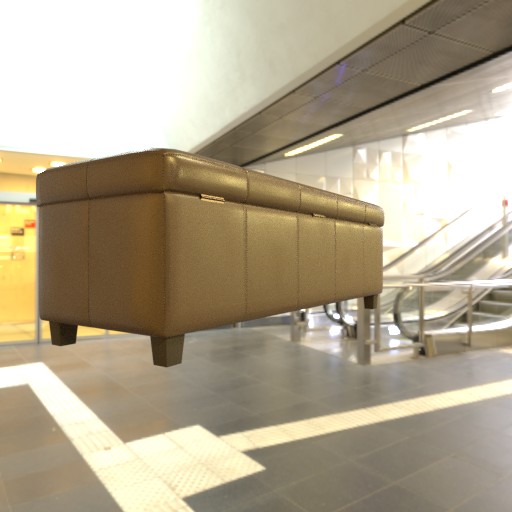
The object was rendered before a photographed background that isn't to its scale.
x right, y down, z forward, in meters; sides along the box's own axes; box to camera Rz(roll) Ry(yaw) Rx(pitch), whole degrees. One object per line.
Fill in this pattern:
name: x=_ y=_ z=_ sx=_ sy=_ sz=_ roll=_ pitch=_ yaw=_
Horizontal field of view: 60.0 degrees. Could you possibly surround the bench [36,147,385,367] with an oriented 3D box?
bench: x=0.000 y=0.000 z=1.404 sx=0.450 sy=0.417 sz=1.219 roll=0 pitch=0 yaw=34
